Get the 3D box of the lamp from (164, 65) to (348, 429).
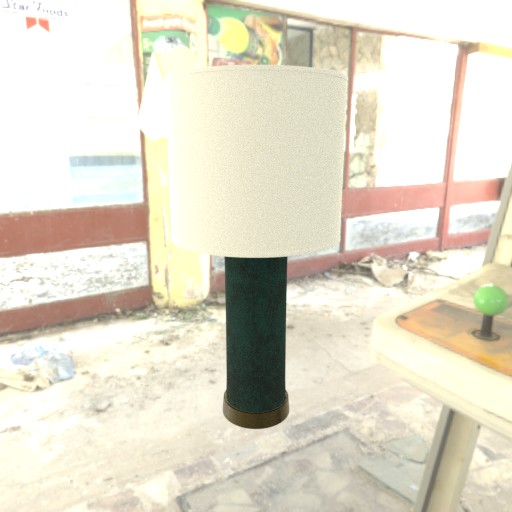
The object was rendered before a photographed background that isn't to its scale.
[{"bbox_3d":[0.000,0.000,0.811,0.301,0.630,0.301,-2,14,-10],"label":"lamp"}]
